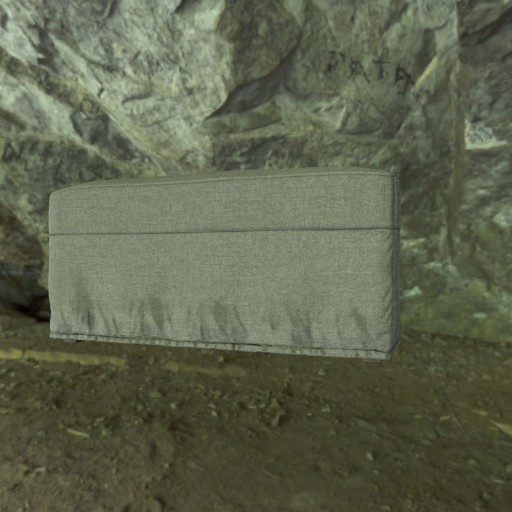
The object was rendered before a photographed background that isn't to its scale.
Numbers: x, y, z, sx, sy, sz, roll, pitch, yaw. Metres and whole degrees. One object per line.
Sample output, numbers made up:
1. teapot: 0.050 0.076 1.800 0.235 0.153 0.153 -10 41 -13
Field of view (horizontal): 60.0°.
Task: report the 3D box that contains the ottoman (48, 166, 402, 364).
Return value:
1. ottoman: 0.000 0.000 1.352 0.843 0.436 0.840 0 0 18
